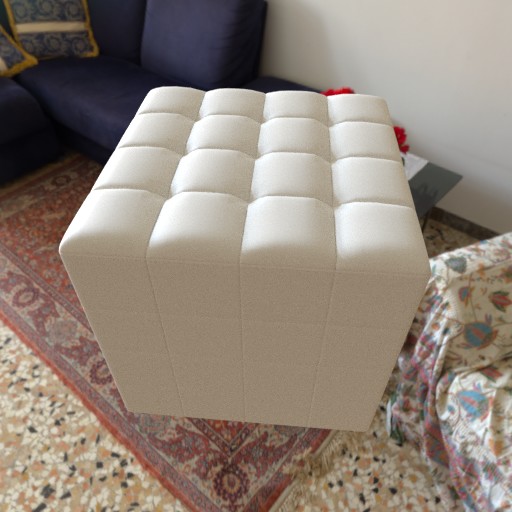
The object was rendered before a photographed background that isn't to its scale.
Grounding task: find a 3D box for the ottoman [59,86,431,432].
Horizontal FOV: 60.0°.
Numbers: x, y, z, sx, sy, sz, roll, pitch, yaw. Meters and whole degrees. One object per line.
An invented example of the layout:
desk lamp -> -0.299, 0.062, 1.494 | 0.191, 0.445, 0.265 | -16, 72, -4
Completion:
ottoman -> 0.000, 0.000, 0.782 | 0.425, 0.432, 0.425 | 3, 45, 4
